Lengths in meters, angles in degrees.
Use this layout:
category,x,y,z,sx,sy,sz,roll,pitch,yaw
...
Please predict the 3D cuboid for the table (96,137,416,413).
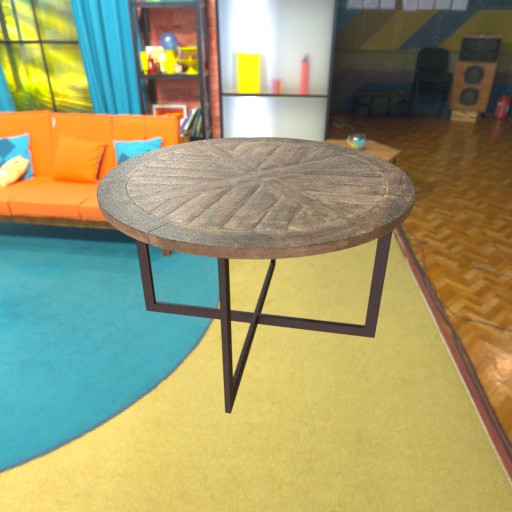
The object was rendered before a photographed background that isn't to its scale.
category,x,y,z,sx,sy,sz,roll,pitch,yaw
table,0.000,0.000,2.024,1.264,0.762,1.264,0,29,0
